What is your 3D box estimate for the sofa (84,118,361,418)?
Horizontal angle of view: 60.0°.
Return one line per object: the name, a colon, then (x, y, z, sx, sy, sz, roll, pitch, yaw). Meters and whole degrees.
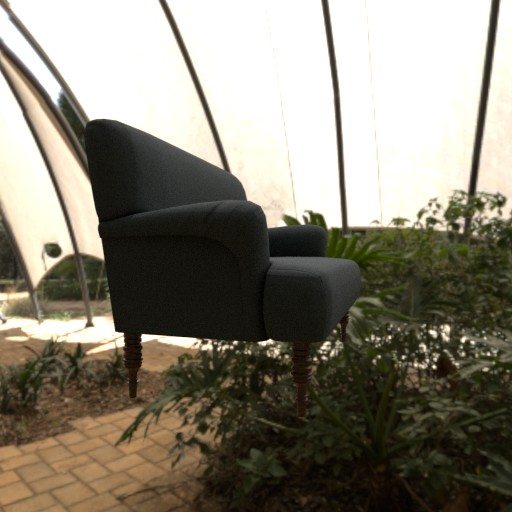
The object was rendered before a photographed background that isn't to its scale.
sofa: (0.000, 0.000, 1.835, 0.779, 0.889, 1.297, 0, 0, 17)
